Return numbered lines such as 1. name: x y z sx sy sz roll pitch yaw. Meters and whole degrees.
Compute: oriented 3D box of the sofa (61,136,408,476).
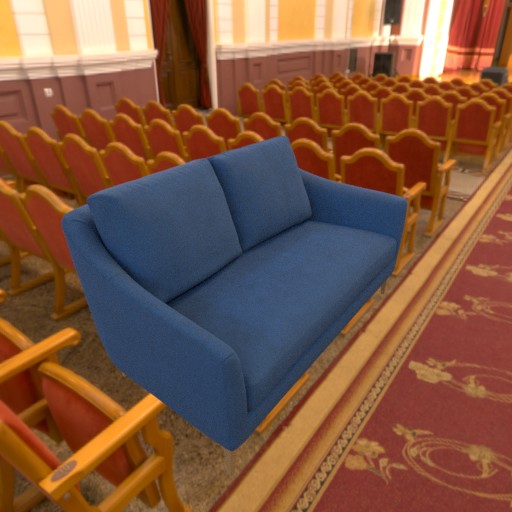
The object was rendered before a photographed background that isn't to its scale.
1. sofa: 0.000 0.000 2.170 0.960 0.902 1.619 18 33 31
